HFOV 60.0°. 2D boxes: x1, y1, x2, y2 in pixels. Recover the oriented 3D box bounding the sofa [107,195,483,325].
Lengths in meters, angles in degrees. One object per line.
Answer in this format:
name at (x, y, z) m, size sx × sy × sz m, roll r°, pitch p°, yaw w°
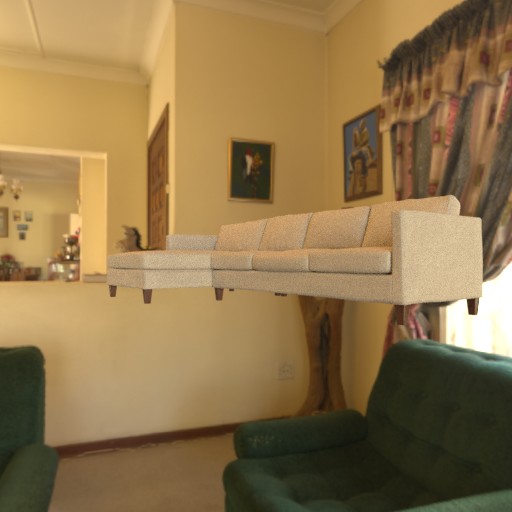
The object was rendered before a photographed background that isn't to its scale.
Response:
sofa at (0.000, 0.000, 3.903) m, size 1.625 × 0.846 × 3.186 m, roll 1°, pitch -1°, yaw -37°
